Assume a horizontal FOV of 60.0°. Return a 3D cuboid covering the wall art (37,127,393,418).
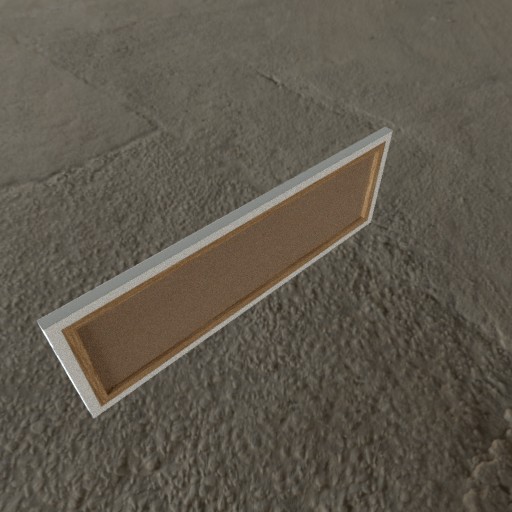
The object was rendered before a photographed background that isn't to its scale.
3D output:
[{"bbox_3d":[0.000,0.000,1.695,1.520,0.507,0.044,-33,53,-28],"label":"wall art"}]
